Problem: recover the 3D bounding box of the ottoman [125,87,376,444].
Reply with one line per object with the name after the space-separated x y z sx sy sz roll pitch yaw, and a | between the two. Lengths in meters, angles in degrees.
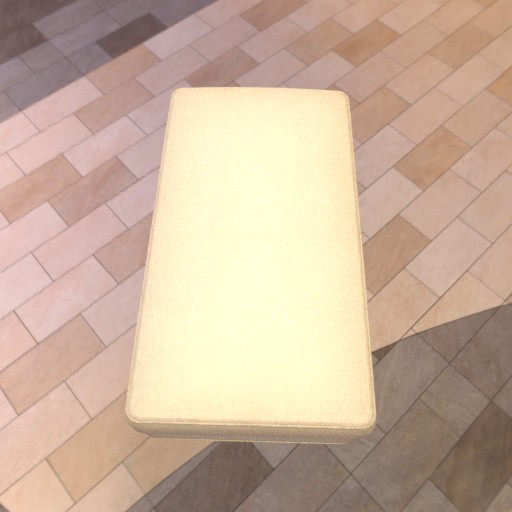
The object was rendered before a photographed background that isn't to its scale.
0.000 0.000 1.436 0.617 0.461 1.097 1 64 1 | ottoman
